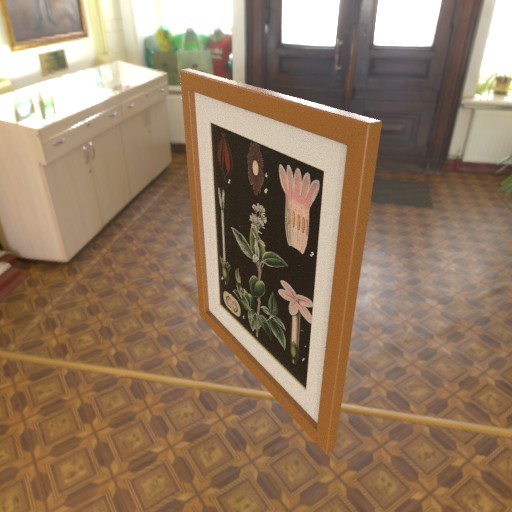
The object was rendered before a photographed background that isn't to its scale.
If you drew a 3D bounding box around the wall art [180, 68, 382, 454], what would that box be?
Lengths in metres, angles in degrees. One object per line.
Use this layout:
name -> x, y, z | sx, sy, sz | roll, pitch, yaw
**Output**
wall art -> 0.000, 0.000, 0.528 | 0.015, 0.379, 0.310 | -19, 36, -29
